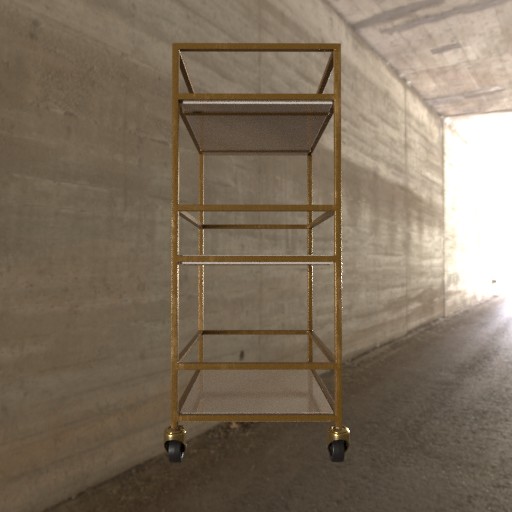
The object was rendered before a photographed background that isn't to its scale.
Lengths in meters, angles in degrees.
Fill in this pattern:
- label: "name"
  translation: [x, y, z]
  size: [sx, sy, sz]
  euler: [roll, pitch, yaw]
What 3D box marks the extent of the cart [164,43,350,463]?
- label: "cart"
  translation: [0.000, 0.000, 1.020]
  size: [0.332, 0.761, 0.483]
  euler: [0, -1, 0]
